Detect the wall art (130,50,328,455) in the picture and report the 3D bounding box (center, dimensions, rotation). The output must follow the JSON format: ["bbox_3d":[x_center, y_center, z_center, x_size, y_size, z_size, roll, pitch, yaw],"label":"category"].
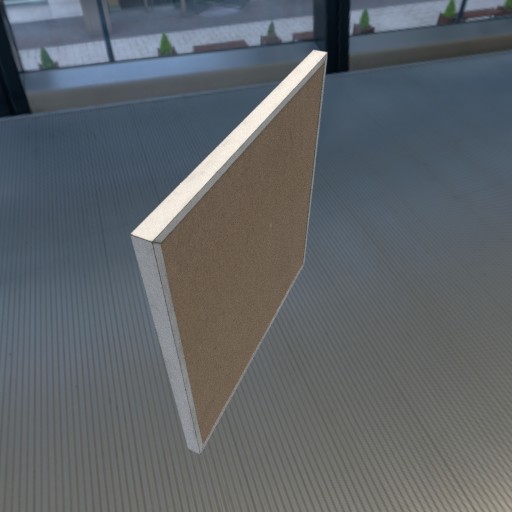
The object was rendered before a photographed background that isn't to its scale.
[{"bbox_3d":[0.000,0.000,1.136,0.038,0.762,0.762,18,48,17],"label":"wall art"}]
